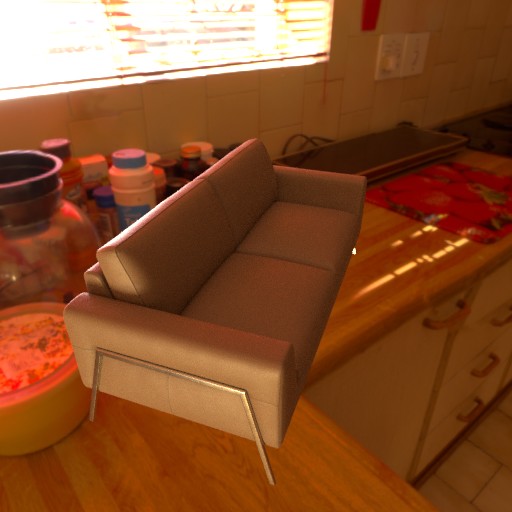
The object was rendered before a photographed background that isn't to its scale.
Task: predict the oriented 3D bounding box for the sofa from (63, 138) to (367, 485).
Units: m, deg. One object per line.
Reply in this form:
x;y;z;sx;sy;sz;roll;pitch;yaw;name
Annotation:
0.000;0.000;2.540;0.953;0.875;2.017;11;32;17;sofa
